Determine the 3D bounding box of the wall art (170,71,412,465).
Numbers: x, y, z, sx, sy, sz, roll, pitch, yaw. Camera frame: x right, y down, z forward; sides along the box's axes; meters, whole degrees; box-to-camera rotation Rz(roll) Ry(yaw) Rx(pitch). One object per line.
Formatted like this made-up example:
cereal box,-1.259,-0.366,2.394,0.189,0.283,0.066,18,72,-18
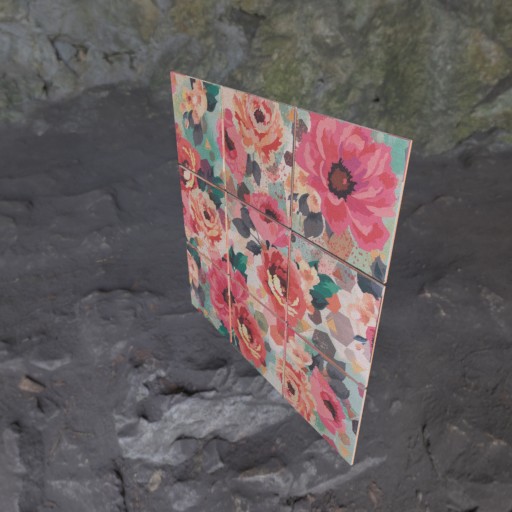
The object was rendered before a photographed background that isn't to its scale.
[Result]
wall art,0.000,0.000,2.191,0.013,1.519,1.521,-20,37,-30
